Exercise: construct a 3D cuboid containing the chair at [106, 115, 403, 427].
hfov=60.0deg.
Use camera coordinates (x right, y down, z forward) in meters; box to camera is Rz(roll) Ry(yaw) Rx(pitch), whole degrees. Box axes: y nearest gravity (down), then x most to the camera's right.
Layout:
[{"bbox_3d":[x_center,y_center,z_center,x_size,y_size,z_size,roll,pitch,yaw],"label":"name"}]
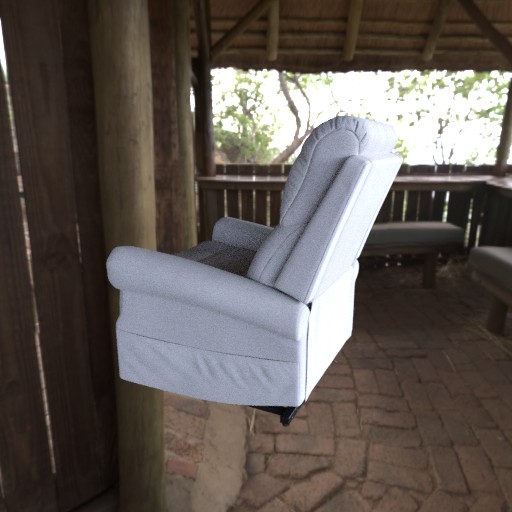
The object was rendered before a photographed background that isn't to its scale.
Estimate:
[{"bbox_3d":[0.000,0.000,1.770,0.979,1.031,0.871,7,16,25],"label":"chair"}]
